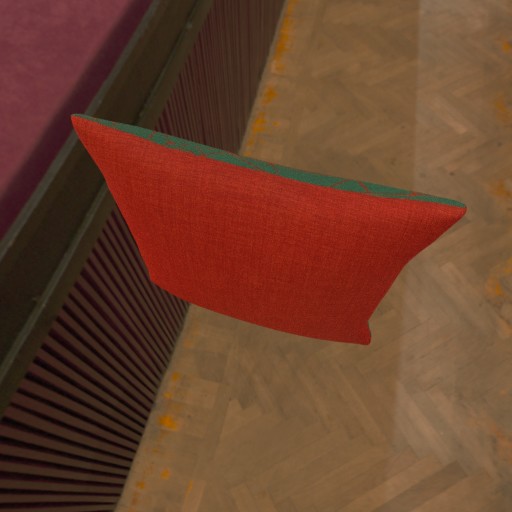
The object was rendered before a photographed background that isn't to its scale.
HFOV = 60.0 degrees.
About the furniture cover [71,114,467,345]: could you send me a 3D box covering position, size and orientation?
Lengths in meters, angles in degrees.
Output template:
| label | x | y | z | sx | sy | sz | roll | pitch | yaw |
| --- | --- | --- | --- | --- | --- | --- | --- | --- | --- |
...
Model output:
| label | x | y | z | sx | sy | sz | roll | pitch | yaw |
| --- | --- | --- | --- | --- | --- | --- | --- | --- | --- |
| furniture cover | 0.000 | 0.000 | 0.772 | 0.517 | 0.508 | 0.158 | 15 | 63 | 8 |
